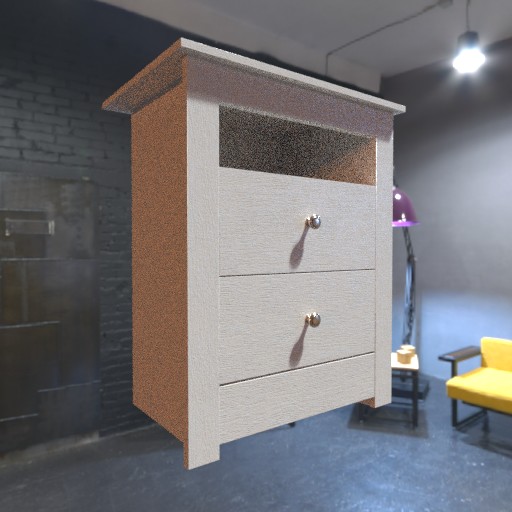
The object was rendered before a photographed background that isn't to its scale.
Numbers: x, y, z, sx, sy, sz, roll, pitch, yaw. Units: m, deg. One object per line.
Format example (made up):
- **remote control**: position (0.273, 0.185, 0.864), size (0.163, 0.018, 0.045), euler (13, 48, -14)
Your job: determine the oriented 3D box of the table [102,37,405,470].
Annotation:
- **table**: position (0.000, 0.000, 1.049), size (0.589, 0.711, 0.406), euler (-1, 2, -36)
